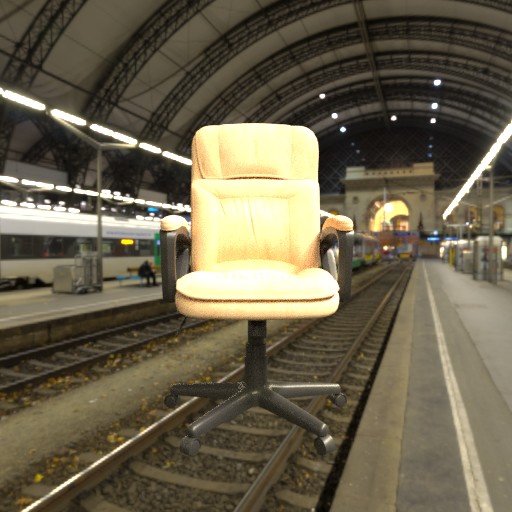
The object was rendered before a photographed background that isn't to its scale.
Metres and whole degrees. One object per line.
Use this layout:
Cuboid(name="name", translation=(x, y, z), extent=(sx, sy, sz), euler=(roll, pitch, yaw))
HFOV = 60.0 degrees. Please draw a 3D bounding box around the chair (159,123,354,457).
Cuboid(name="chair", translation=(0.000, 0.000, 1.566), extent=(0.667, 1.105, 0.724), euler=(0, 1, -1))
